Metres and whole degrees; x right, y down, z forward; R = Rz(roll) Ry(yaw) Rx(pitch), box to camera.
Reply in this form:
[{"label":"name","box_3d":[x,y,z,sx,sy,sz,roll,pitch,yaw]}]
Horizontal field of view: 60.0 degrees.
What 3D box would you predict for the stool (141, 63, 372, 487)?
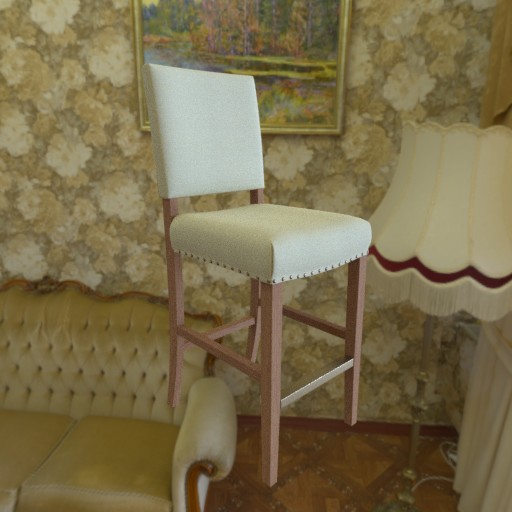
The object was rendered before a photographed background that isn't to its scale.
[{"label":"stool","box_3d":[0.000,0.000,1.437,0.445,1.168,0.584,-14,21,-42]}]
